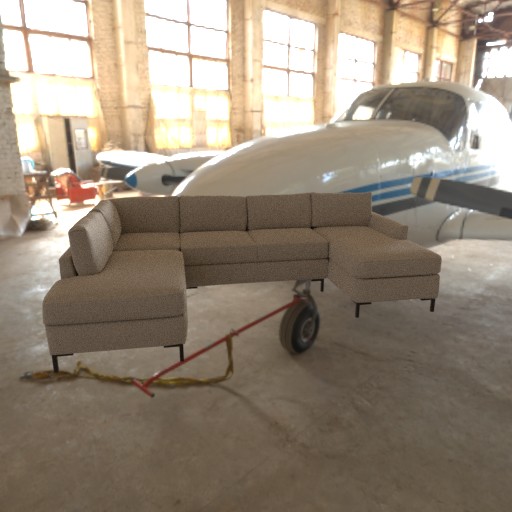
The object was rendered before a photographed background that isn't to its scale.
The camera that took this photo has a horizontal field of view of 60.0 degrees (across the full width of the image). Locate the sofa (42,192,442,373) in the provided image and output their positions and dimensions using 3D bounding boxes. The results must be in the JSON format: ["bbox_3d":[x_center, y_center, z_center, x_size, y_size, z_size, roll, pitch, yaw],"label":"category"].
[{"bbox_3d":[0.000,0.000,3.816,2.984,0.862,1.989,-3,16,-10],"label":"sofa"}]
